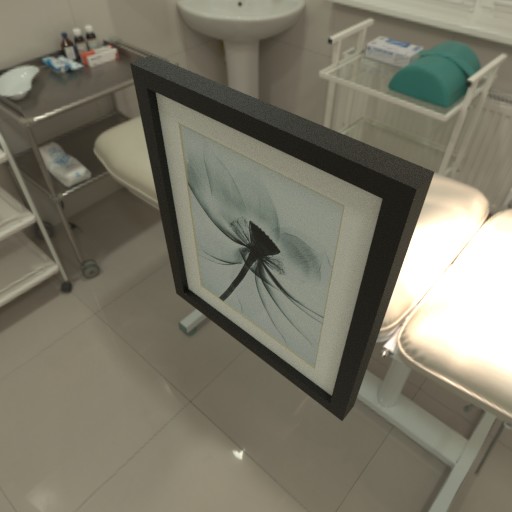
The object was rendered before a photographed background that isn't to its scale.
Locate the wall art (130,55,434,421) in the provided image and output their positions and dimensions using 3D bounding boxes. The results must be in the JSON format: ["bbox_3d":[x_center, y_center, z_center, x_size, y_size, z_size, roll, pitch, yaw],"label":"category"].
[{"bbox_3d":[0.000,0.000,0.535,0.330,0.381,0.029,32,54,28],"label":"wall art"}]
